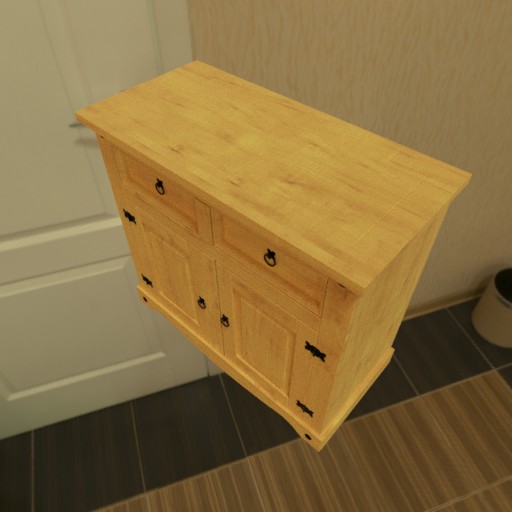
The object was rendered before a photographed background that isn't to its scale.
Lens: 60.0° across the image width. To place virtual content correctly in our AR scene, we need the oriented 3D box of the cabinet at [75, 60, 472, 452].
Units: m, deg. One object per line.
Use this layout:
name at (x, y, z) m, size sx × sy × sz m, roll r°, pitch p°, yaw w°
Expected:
cabinet at (0.000, 0.000, 1.410) m, size 0.920 × 0.840 × 0.450 m, roll 33°, pitch 55°, yaw 27°
